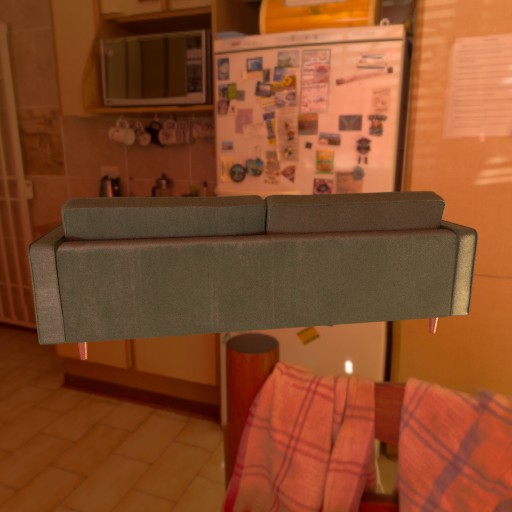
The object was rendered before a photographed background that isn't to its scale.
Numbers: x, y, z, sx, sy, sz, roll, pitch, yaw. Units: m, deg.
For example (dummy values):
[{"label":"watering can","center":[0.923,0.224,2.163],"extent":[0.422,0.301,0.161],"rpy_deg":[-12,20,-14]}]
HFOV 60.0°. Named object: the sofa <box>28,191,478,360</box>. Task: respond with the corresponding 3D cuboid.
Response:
[{"label":"sofa","center":[0.000,0.000,2.584],"extent":[2.199,0.769,0.918],"rpy_deg":[-2,14,-9]}]
